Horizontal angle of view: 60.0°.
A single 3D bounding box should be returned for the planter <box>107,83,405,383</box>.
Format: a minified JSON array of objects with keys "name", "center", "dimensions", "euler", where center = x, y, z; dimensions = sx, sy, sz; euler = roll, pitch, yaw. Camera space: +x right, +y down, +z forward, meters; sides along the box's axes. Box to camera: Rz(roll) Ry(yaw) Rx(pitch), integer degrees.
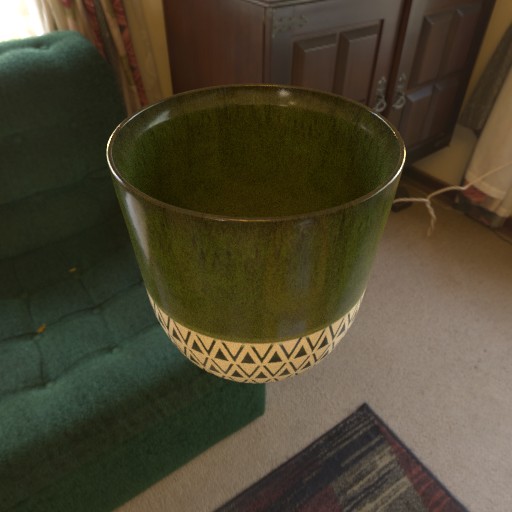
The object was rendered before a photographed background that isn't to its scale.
[{"name":"planter","center":[0.000,0.000,0.462],"dimensions":[0.245,0.270,0.245],"euler":[0,41,0]}]
